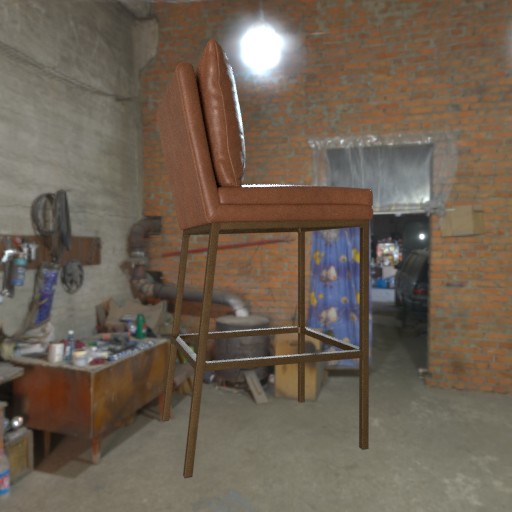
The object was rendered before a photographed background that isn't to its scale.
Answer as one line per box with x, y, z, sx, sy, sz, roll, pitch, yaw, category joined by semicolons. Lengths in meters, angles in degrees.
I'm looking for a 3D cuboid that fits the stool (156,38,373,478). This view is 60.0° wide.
0.000;0.000;1.407;0.571;1.124;0.463;0;1;-20;stool
